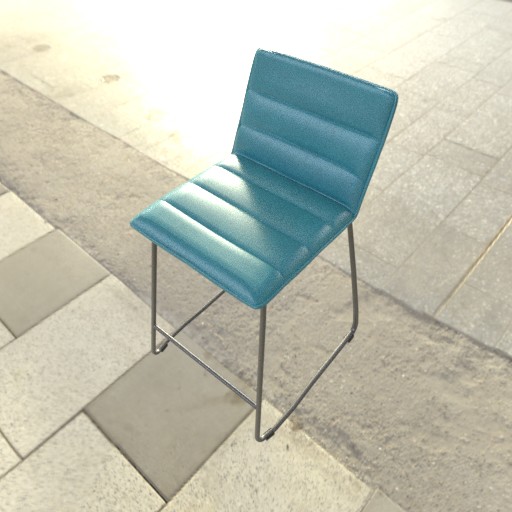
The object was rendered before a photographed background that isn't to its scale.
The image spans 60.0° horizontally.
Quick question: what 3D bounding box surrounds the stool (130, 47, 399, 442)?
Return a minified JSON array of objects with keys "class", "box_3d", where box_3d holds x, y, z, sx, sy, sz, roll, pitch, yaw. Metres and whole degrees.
[{"class":"stool","box_3d":[0.000,0.000,1.189,0.489,0.866,0.524,31,54,26]}]
